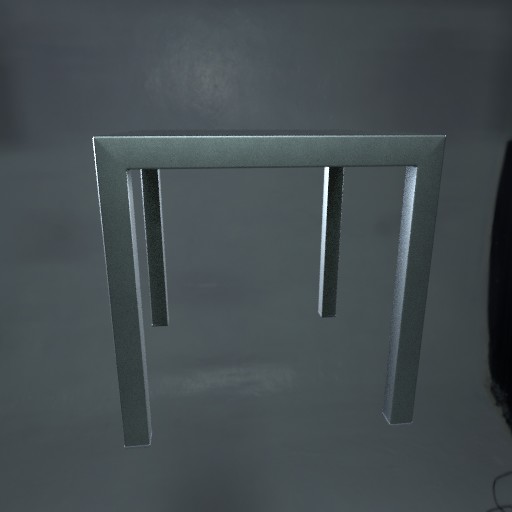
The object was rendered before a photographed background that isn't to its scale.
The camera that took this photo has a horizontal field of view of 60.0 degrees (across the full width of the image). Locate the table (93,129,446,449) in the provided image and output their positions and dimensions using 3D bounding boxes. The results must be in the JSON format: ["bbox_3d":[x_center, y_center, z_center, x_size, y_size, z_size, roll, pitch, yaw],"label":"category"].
[{"bbox_3d":[0.000,0.000,0.940,0.508,0.508,0.508,-2,17,-7],"label":"table"}]
